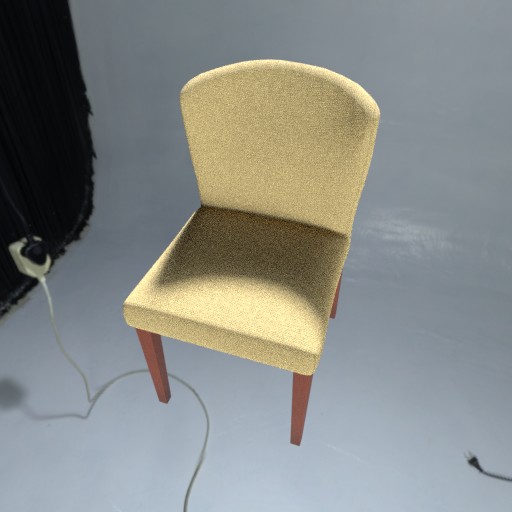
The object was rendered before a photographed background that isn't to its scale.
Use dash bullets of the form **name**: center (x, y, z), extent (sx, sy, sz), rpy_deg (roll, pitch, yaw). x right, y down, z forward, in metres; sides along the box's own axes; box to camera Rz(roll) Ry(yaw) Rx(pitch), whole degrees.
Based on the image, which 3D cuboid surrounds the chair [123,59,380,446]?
- **chair**: center (0.000, 0.000, 1.192), extent (0.491, 0.839, 0.589), rpy_deg (12, 43, 14)
